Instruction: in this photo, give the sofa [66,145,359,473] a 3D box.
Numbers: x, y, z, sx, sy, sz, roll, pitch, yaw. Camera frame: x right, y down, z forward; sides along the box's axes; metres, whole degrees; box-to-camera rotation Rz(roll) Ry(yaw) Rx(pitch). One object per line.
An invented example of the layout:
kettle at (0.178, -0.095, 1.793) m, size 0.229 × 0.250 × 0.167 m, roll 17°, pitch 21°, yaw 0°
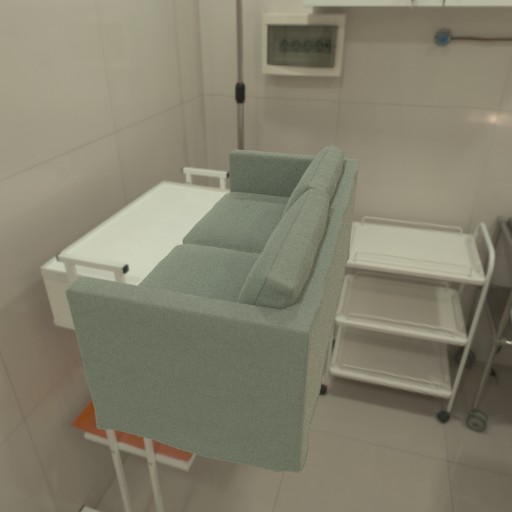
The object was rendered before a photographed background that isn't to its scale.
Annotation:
sofa at (0.000, 0.000, 2.477) m, size 0.940 × 0.870 × 1.987 m, roll 8°, pitch 30°, yaw 14°
